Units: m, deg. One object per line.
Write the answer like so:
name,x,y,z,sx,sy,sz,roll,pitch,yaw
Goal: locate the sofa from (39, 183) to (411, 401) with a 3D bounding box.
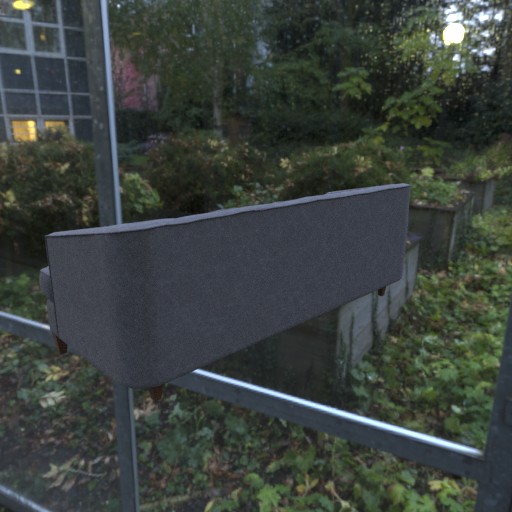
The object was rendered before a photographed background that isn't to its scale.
sofa,0.000,0.000,2.700,2.247,0.806,0.917,-14,21,-42
